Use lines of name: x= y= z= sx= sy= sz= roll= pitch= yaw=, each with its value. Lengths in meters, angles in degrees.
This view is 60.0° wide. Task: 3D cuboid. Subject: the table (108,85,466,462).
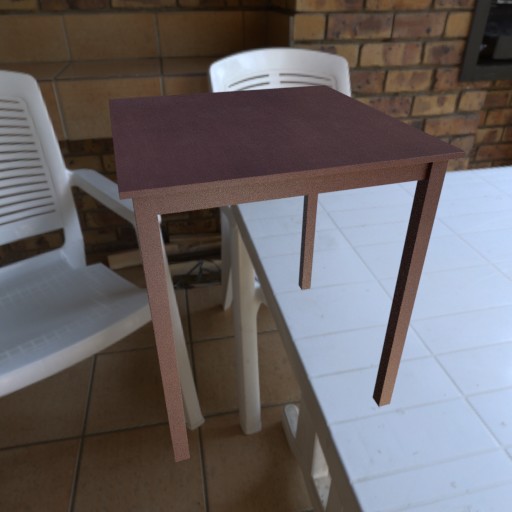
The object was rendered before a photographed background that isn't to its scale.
table: x=0.000 y=0.000 z=1.639 sx=0.861 sy=0.991 sz=0.861 roll=-9 pitch=33 yaw=-14
